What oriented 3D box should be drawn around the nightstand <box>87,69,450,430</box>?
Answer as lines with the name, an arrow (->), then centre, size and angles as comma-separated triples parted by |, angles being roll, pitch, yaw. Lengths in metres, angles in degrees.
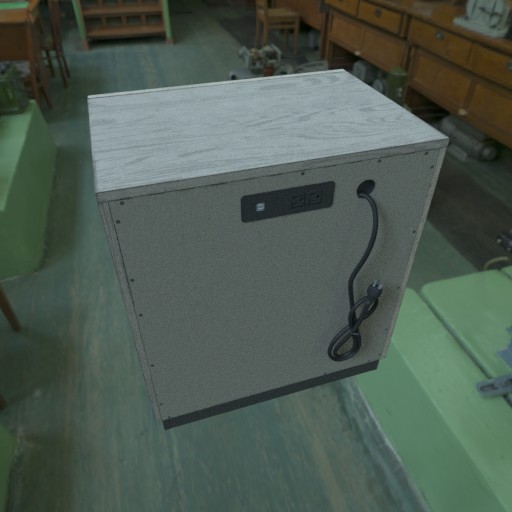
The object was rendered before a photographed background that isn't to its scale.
nightstand -> 0.000, 0.000, 1.064 | 0.612, 0.673, 0.483 | -12, 41, -14
